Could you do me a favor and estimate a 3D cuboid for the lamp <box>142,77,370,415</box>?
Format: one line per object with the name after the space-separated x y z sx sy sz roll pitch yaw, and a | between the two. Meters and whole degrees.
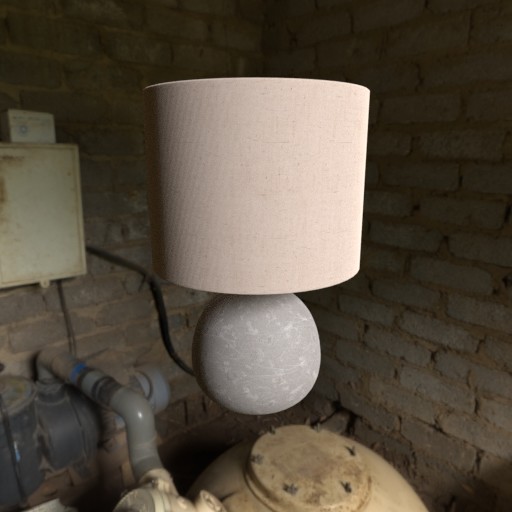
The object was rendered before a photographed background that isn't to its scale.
0.000 0.000 0.589 0.269 0.409 0.269 2 14 9 | lamp
